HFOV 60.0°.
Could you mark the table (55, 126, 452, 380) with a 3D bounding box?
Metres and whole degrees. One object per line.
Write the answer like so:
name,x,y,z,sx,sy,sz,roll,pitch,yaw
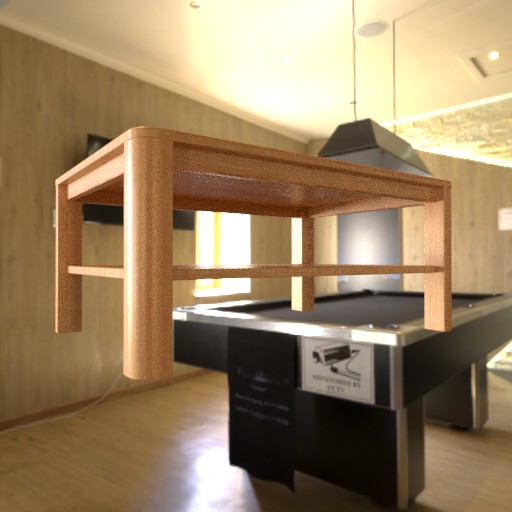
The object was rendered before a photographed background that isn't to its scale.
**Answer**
table,0.000,0.000,1.329,0.997,0.445,0.696,0,-1,-35
